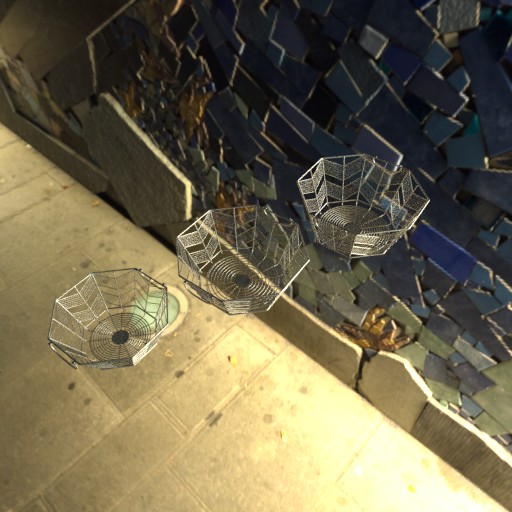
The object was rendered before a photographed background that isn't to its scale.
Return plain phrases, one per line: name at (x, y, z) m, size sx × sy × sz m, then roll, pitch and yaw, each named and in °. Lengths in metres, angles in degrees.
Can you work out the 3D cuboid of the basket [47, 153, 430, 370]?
basket at (0.000, 0.000, 1.373) m, size 1.246 × 0.178 × 0.432 m, roll -24°, pitch 51°, yaw -21°
